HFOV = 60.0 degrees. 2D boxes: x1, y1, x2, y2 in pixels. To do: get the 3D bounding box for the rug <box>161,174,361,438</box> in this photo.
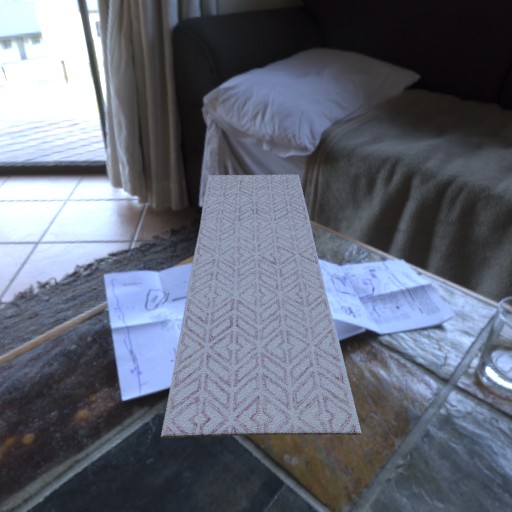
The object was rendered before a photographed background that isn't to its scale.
[{"bbox_3d":[0.000,0.000,2.668,0.750,0.009,2.435,-1,33,-1],"label":"rug"}]
